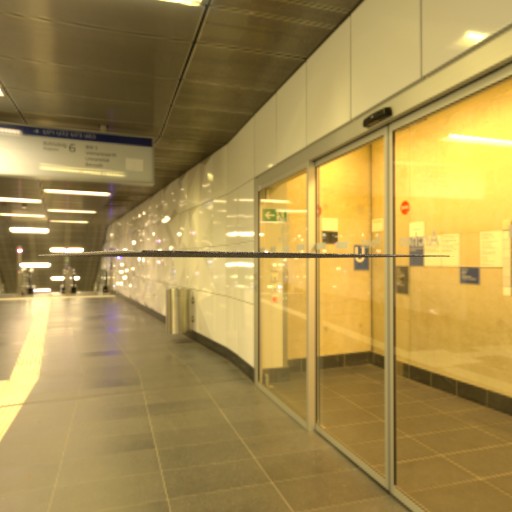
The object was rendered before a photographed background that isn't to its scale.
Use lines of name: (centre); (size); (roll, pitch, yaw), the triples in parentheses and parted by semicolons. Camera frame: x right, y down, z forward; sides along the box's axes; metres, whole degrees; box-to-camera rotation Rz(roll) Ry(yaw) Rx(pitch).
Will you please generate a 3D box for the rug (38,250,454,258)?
rug: (0.000, 0.000, 3.040); (2.440, 0.010, 1.529); (1, -1, -37)
